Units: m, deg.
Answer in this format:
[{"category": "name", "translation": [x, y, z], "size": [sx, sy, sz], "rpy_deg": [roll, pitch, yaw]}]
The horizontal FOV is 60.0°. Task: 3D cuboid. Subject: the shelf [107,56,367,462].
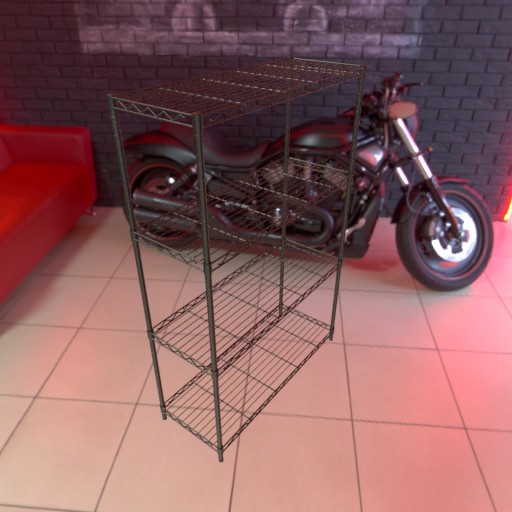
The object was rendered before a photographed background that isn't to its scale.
[{"category": "shelf", "translation": [0.000, 0.000, 1.791], "size": [0.352, 1.361, 0.907], "rpy_deg": [22, 38, 31]}]
